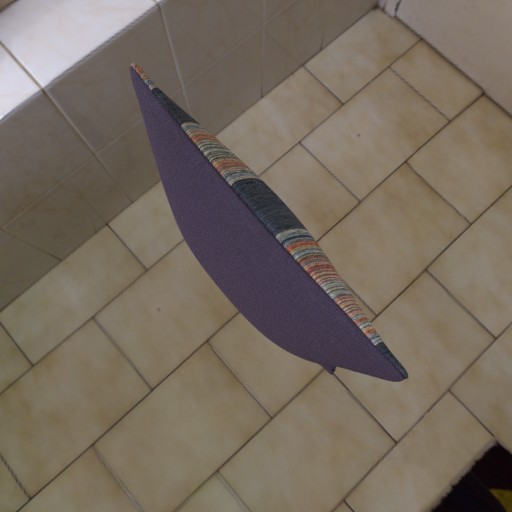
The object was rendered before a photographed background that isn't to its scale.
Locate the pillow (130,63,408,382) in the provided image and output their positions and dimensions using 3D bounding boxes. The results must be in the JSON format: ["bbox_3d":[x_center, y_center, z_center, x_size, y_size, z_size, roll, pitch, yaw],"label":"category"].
[{"bbox_3d":[0.000,0.000,0.640,0.136,0.419,0.437,-39,79,-9],"label":"pillow"}]
